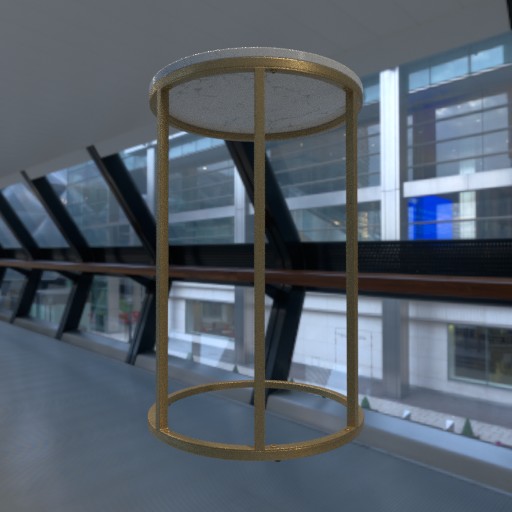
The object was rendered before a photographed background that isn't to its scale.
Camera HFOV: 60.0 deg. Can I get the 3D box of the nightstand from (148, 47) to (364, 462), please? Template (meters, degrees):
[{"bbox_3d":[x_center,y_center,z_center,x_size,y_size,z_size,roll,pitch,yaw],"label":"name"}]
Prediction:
[{"bbox_3d":[0.000,0.000,0.849,0.400,0.610,0.400,0,-1,-2],"label":"nightstand"}]
